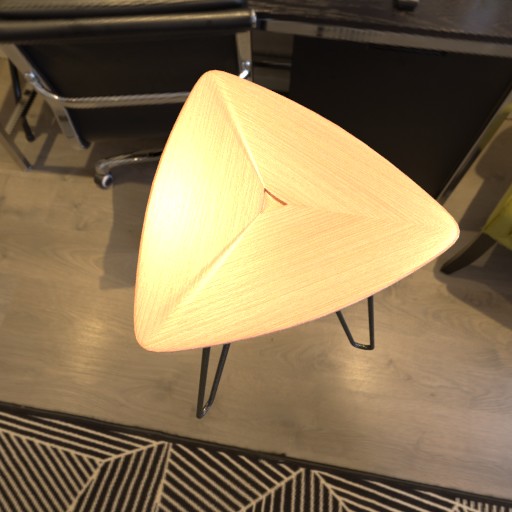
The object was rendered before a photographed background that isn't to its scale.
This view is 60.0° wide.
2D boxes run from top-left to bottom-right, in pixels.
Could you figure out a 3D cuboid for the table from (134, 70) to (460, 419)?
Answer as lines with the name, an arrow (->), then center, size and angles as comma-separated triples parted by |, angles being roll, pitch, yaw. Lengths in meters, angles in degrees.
table -> 0.000, 0.000, 0.869 | 0.442, 0.564, 0.455 | -19, 66, -9
